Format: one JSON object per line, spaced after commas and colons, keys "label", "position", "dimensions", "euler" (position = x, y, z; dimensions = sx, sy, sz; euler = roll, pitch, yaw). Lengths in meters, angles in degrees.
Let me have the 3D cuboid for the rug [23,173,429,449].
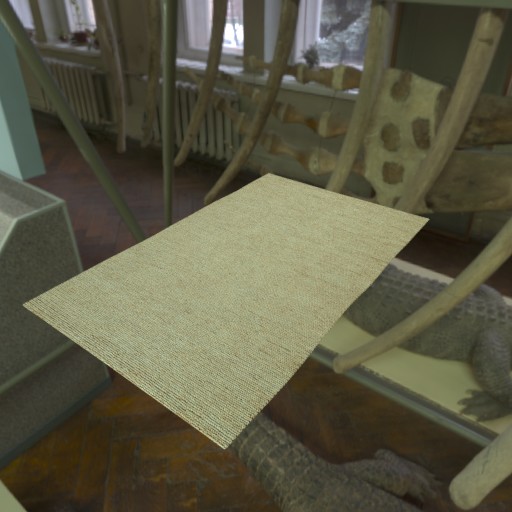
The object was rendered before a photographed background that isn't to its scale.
{"label": "rug", "position": [0.000, 0.000, 2.983], "dimensions": [1.533, 0.011, 2.439], "euler": [22, 39, 30]}
